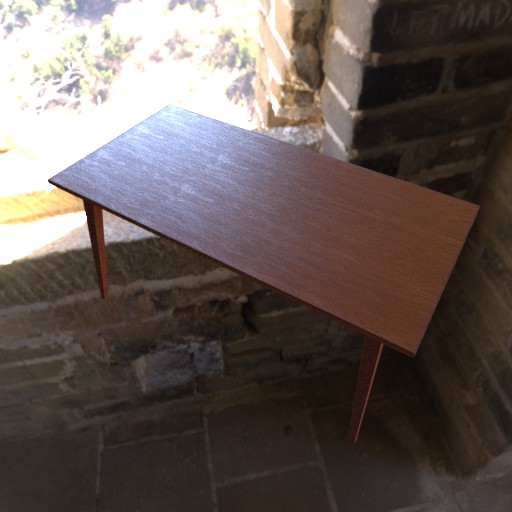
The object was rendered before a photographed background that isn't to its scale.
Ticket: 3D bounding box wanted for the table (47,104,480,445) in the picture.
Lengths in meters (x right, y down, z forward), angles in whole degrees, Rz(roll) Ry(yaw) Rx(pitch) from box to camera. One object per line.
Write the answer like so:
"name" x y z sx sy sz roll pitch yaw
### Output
"table" 0.000 0.000 2.102 1.609 0.755 0.811 24 50 22
